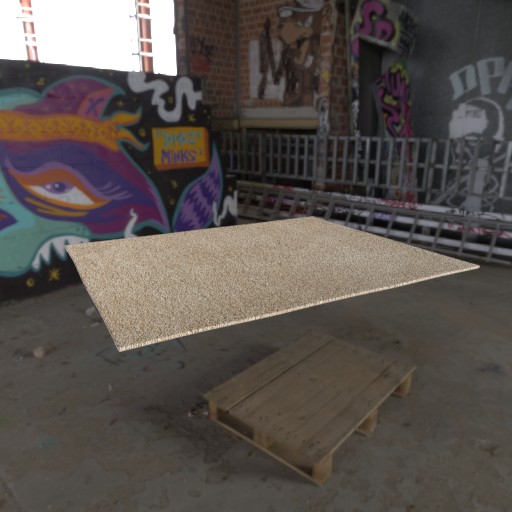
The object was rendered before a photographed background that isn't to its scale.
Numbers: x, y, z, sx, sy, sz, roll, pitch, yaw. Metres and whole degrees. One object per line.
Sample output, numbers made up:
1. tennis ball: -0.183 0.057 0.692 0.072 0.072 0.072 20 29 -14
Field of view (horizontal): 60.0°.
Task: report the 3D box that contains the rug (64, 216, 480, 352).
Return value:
1. rug: 0.000 0.000 4.065 3.000 0.025 2.400 -9 19 -28
